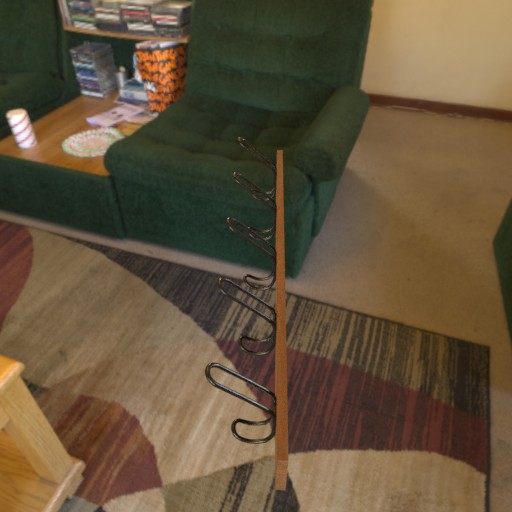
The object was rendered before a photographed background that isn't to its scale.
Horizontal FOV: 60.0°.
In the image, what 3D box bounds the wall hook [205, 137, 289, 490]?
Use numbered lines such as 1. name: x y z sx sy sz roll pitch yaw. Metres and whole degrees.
1. wall hook: 0.000 0.000 0.598 0.076 0.116 0.554 1 42 2
